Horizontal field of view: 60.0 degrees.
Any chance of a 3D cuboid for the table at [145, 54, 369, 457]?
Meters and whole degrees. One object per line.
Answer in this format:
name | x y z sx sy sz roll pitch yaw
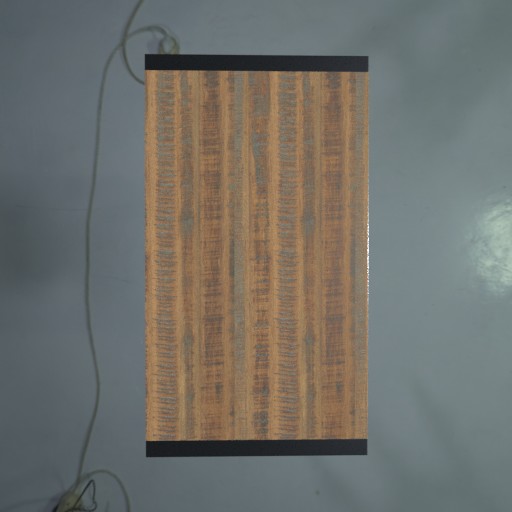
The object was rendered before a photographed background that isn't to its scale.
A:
table | 0.000 0.000 1.689 0.750 0.400 1.350 0 91 -1
